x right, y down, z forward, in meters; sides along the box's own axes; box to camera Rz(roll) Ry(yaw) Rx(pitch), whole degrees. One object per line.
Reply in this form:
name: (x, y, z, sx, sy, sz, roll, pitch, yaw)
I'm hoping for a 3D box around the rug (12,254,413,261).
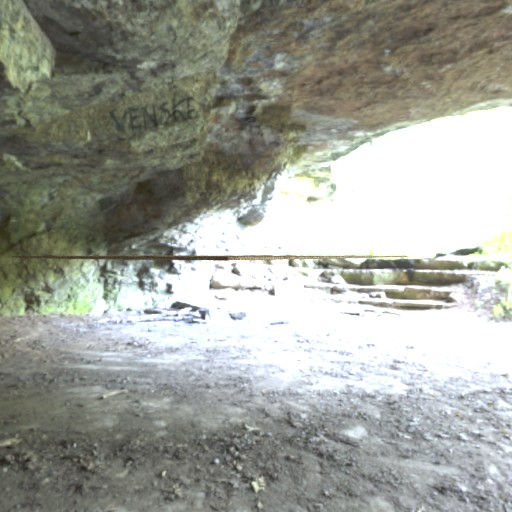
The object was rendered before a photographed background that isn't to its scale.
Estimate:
rug: (0.000, 0.000, 1.992, 0.905, 0.017, 1.718, 0, 0, 36)
